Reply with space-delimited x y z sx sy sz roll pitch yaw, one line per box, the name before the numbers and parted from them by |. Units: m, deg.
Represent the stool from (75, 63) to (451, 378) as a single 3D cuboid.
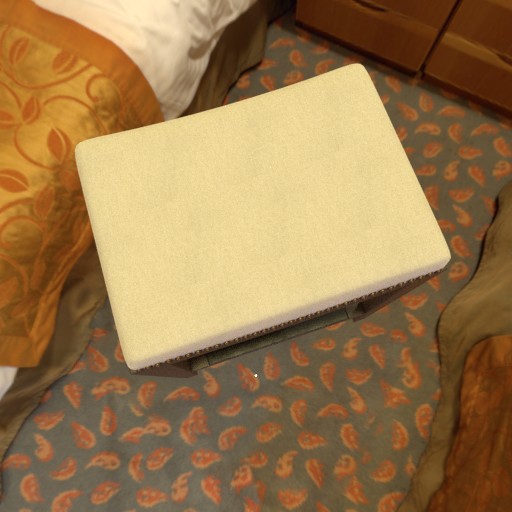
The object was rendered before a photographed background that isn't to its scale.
stool | 0.000 0.000 0.929 0.500 0.642 0.361 -18 76 -5
